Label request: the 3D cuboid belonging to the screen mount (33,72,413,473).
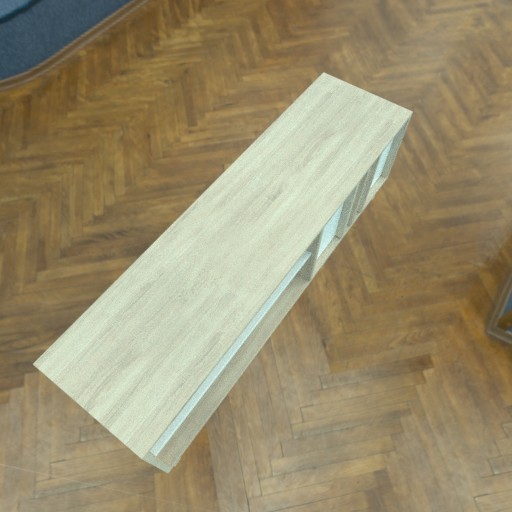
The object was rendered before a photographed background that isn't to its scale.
[{"bbox_3d":[0.000,0.000,1.663,0.400,0.510,1.500,32,64,17],"label":"screen mount"}]
